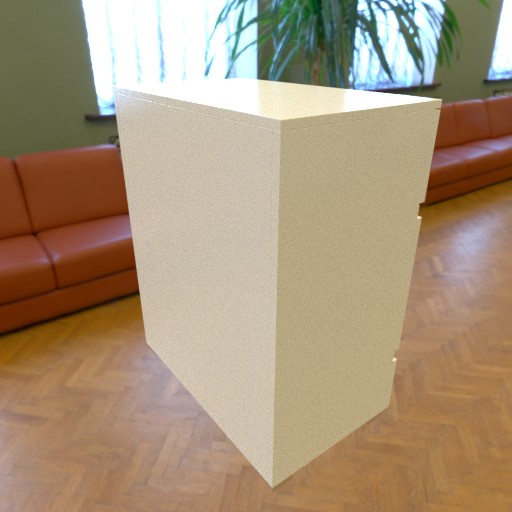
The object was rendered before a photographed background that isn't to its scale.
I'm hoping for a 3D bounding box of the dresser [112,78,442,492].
[{"bbox_3d":[0.000,0.000,1.144,0.400,0.800,0.650,-18,31,-33],"label":"dresser"}]
